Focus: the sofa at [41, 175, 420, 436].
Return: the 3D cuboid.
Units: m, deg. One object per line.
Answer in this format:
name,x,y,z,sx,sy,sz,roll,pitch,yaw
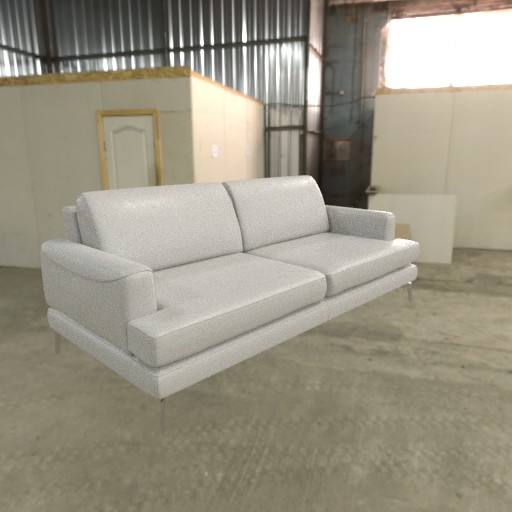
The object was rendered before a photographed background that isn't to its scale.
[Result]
sofa,0.000,0.000,2.384,0.974,0.765,1.940,13,19,43
